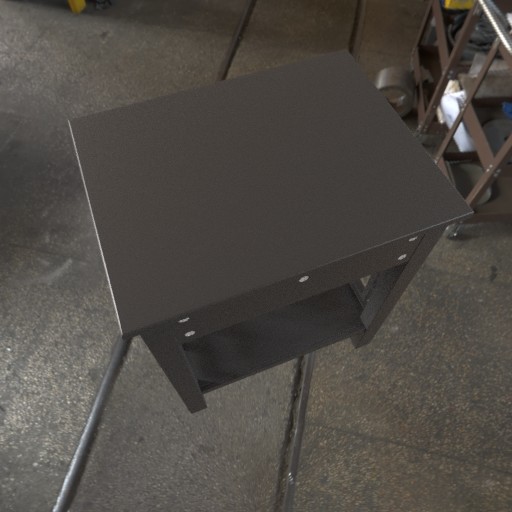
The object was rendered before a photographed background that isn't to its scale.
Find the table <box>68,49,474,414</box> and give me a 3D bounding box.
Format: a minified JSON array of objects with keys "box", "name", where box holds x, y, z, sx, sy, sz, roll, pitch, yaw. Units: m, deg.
[{"box":[0.000,0.000,1.029,0.564,0.646,0.451,-19,62,-11],"name":"table"}]
